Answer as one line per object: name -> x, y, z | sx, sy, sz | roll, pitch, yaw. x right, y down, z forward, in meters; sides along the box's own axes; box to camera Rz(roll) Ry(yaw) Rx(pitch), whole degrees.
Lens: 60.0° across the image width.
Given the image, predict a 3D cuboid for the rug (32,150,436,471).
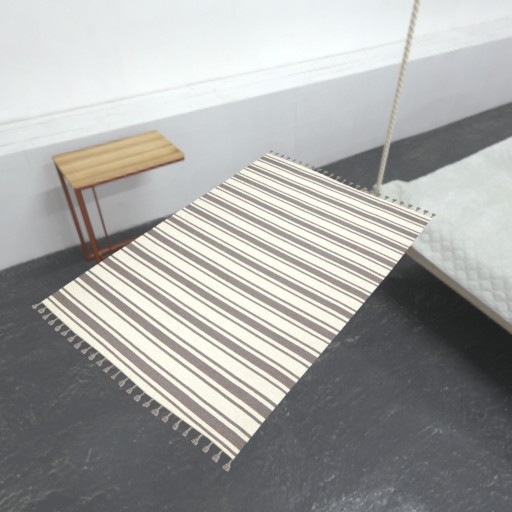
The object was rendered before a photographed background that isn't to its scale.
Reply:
rug -> 0.000, 0.000, 3.006 | 1.563, 0.014, 2.425 | 28, 50, 27
